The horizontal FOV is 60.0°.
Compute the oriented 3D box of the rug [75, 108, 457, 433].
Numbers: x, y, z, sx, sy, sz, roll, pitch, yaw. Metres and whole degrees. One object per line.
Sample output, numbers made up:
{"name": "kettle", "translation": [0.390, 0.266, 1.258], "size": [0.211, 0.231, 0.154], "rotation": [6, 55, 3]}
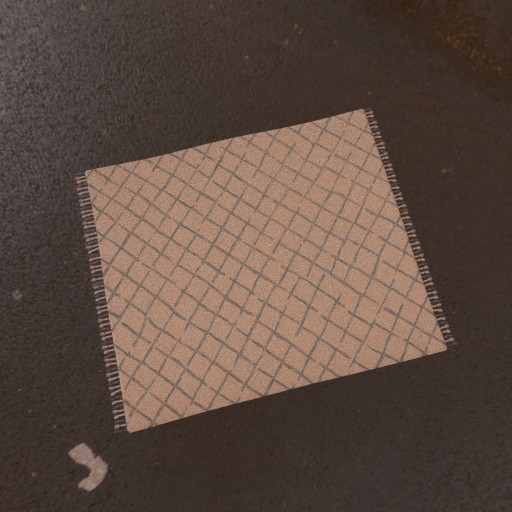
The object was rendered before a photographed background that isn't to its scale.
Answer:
{"name": "rug", "translation": [0.000, 0.000, 4.820], "size": [3.585, 0.036, 2.892], "rotation": [-14, 76, -3]}
